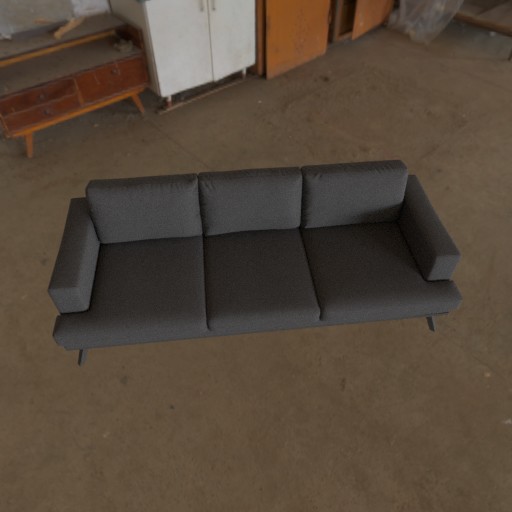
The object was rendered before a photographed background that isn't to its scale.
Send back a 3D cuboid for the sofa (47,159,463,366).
[{"bbox_3d":[0.000,0.000,2.744,2.310,0.810,0.920,-5,48,-4],"label":"sofa"}]
